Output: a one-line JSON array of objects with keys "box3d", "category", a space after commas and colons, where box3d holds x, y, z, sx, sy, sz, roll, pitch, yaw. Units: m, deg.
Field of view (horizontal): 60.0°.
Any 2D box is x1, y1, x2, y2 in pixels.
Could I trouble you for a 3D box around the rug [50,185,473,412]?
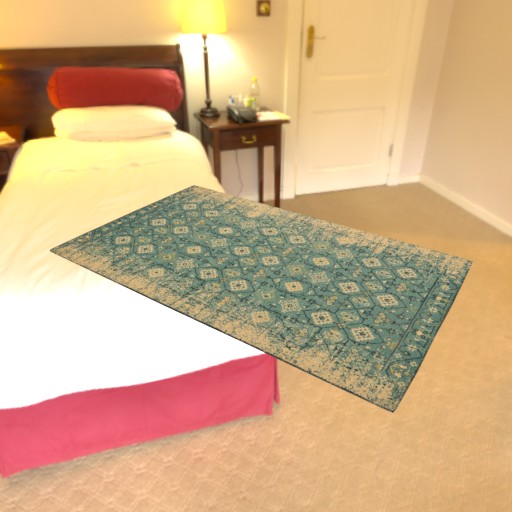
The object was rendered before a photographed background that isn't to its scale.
[{"box3d": [0.000, 0.000, 2.183, 1.795, 0.008, 1.102, 19, 35, 29], "category": "rug"}]
